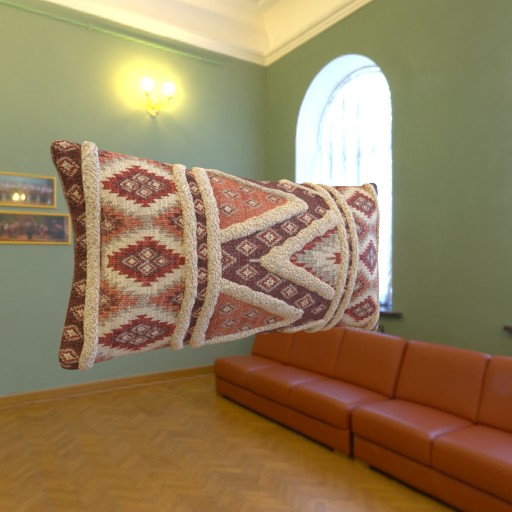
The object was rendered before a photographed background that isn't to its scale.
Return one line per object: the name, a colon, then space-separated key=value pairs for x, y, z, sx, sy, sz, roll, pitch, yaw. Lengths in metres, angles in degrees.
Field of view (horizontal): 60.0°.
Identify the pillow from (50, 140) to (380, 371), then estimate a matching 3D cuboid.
pillow: x=0.000 y=0.000 z=0.712 sx=0.608 sy=0.295 sz=0.161 roll=0 pitch=0 yaw=-36
